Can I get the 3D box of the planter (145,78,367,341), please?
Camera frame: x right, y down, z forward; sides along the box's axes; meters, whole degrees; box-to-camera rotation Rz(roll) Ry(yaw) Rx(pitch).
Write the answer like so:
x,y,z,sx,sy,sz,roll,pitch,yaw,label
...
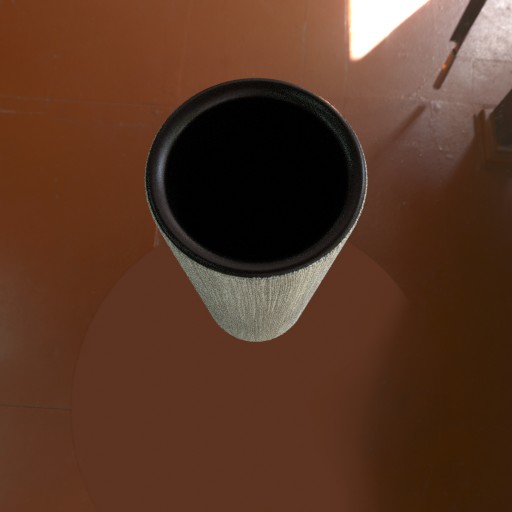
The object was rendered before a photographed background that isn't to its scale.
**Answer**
x,y,z,sx,sy,sz,roll,pitch,yaw,label
0.000,0.000,0.326,0.100,0.270,0.100,37,77,10,planter
